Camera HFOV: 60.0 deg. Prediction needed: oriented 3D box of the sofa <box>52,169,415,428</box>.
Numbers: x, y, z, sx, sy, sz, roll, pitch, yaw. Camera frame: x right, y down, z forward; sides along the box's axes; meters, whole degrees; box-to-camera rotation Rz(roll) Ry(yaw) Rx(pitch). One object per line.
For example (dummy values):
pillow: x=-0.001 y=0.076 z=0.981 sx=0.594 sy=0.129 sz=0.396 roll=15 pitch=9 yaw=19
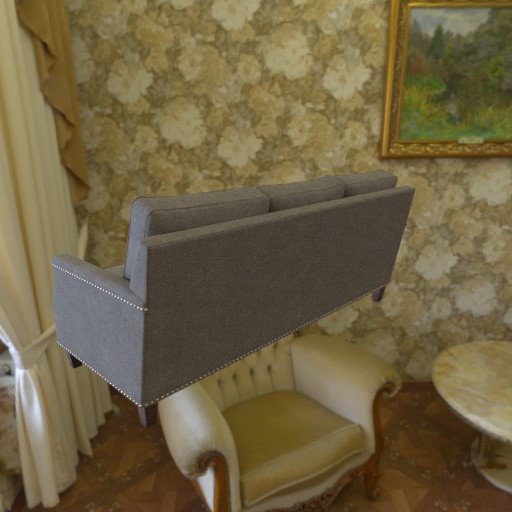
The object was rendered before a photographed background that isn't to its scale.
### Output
sofa: x=0.000 y=0.000 z=2.823 sx=1.034 sy=1.042 sz=2.226 roll=15 pitch=22 yaw=42
